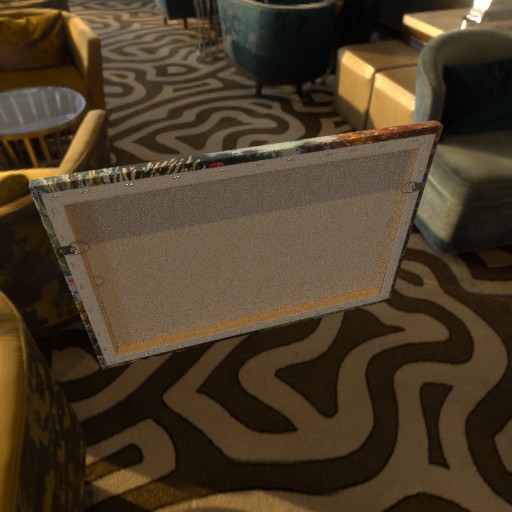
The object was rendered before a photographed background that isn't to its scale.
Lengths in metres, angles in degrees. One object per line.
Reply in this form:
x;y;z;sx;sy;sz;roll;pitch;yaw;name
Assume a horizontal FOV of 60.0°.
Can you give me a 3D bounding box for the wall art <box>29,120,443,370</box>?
0.000;0.000;1.440;1.136;0.760;0.042;-11;43;-12;wall art
